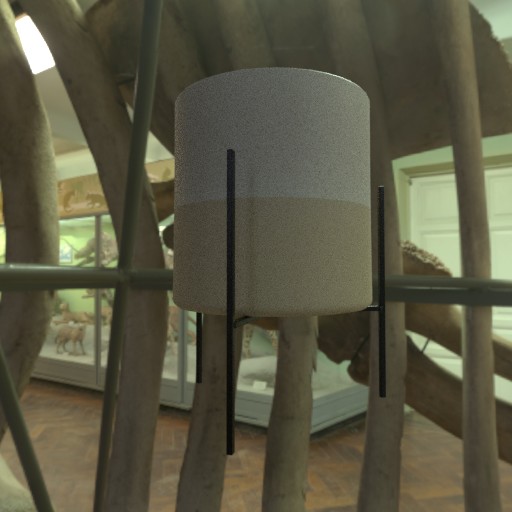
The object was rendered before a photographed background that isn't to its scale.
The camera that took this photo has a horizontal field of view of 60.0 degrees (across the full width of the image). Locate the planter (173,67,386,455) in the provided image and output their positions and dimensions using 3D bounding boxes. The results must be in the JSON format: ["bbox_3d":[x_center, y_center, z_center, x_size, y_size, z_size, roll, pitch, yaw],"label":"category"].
[{"bbox_3d":[0.000,0.000,0.540,0.267,0.362,0.263,-1,-2,34],"label":"planter"}]
